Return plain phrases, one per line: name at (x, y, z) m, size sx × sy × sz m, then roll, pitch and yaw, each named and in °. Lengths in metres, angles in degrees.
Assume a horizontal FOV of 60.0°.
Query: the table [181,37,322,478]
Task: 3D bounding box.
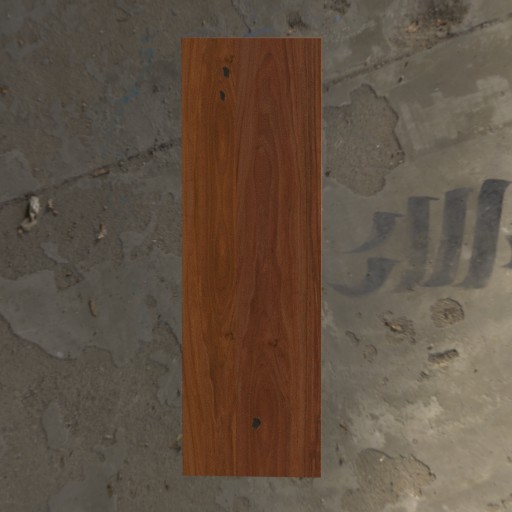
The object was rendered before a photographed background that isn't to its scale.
table at (0.000, 0.000, 1.482) m, size 0.350 × 0.750 × 1.100 m, roll 0°, pitch 91°, yaw 2°
